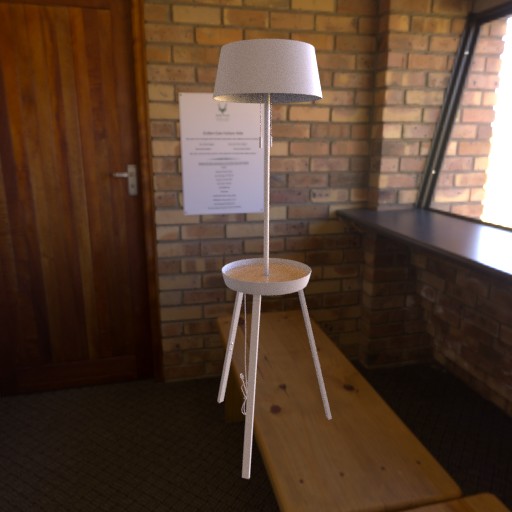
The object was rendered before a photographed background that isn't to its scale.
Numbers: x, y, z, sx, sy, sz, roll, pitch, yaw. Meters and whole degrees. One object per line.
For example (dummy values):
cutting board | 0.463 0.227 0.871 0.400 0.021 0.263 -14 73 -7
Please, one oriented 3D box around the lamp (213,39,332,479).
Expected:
lamp | 0.000 0.000 1.654 0.468 1.429 0.508 14 20 43
